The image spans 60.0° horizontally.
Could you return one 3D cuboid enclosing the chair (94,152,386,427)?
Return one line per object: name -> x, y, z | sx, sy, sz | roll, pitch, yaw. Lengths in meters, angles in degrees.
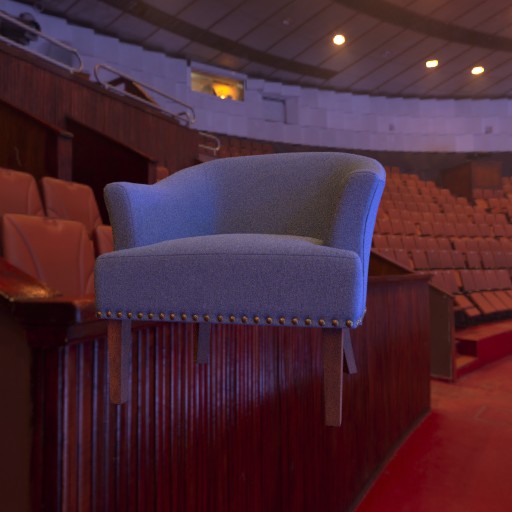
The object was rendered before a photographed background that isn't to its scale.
chair -> 0.000, 0.000, 1.416 | 0.798, 0.815, 0.704 | 0, -1, 16
